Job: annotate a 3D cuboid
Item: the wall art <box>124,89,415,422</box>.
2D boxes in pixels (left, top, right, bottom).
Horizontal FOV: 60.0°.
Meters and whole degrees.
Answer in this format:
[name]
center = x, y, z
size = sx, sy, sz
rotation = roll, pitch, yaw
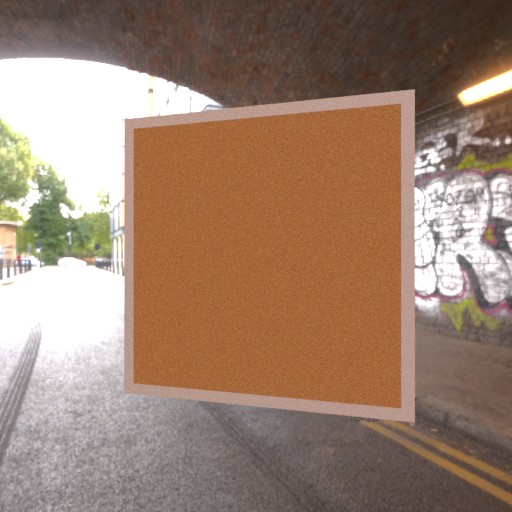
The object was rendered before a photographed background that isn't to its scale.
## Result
[wall art]
center = 0.000, 0.000, 1.203
size = 0.812, 0.813, 0.013
rotation = 0, 0, 17
